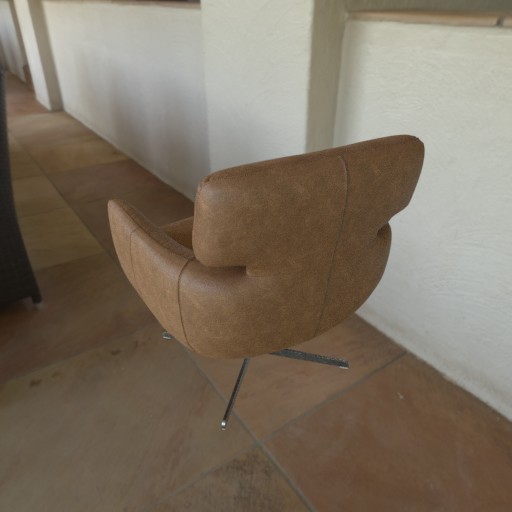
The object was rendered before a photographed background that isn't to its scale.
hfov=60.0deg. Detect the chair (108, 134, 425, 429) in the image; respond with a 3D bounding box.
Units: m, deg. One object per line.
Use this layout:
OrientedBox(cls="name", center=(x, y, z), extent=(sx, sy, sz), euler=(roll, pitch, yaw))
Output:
OrientedBox(cls="chair", center=(0.000, 0.000, 1.338), extent=(0.706, 0.812, 0.715), euler=(-17, 34, -27))
